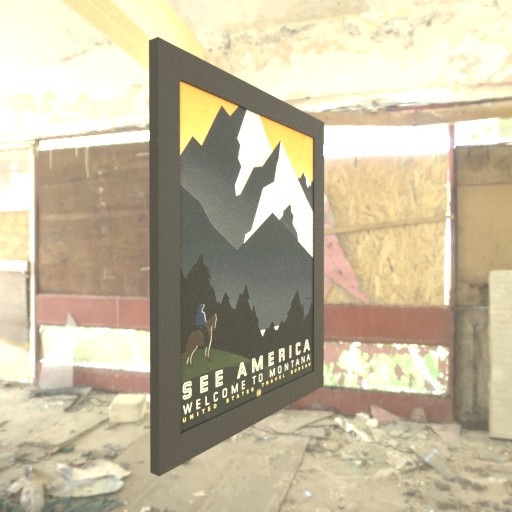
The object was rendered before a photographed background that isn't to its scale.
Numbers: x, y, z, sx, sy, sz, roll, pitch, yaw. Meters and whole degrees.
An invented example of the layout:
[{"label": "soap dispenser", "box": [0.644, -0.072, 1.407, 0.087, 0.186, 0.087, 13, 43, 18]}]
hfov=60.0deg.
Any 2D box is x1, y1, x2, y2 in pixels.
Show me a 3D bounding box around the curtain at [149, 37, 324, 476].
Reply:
[{"label": "curtain", "box": [0.000, 0.000, 0.794, 0.027, 0.585, 0.483, 1, 1, 35]}]
